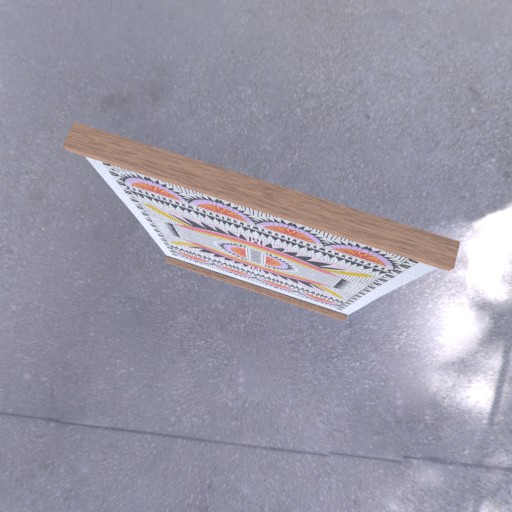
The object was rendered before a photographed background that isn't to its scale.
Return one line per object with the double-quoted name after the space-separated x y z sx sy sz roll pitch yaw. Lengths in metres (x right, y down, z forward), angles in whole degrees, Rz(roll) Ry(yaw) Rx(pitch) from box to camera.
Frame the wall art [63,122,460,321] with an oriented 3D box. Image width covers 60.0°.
0.000 0.000 0.689 0.403 0.527 0.028 18 77 4 "wall art"
